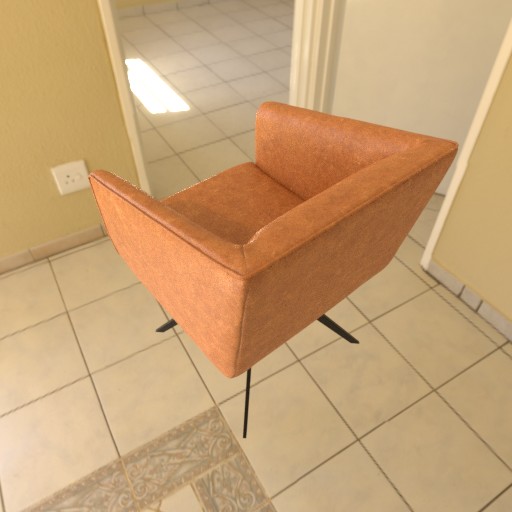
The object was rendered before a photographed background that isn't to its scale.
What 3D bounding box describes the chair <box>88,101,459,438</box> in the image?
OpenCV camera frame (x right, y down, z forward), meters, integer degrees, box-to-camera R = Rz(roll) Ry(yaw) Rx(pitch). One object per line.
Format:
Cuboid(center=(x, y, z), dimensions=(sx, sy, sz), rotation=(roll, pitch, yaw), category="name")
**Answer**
Cuboid(center=(0.000, 0.000, 1.201), dimensions=(0.588, 0.760, 0.625), rotation=(-31, 53, -27), category="chair")
